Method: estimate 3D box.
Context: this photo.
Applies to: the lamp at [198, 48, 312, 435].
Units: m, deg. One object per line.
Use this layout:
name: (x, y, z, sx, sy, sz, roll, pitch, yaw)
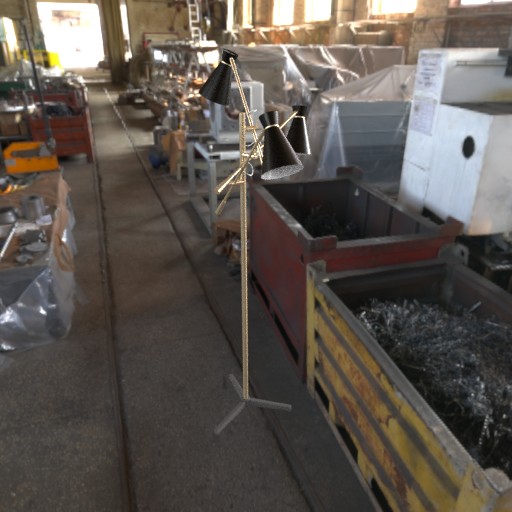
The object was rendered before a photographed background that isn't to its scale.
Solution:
lamp: (0.000, 0.000, 2.130, 0.750, 1.804, 0.653, 18, 31, 33)
